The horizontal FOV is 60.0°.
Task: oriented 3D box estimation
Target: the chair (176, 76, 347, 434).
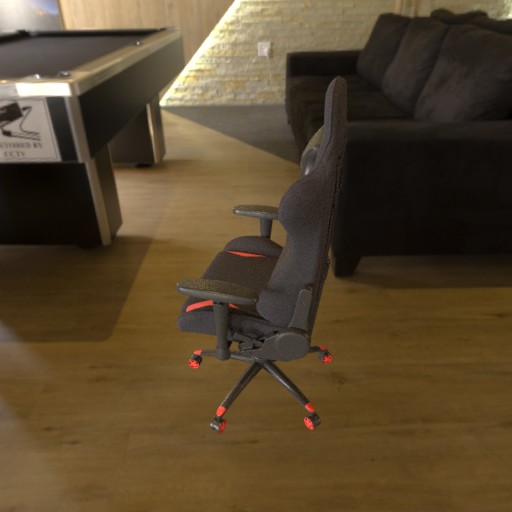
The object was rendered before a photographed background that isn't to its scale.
[{"bbox_3d":[0.000,0.000,1.725,0.658,1.326,0.695,8,32,13],"label":"chair"}]
